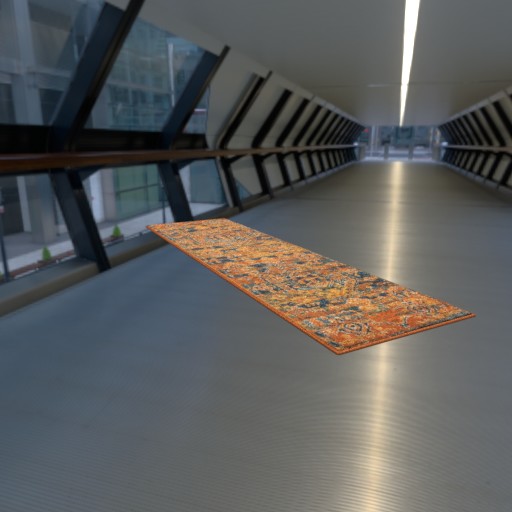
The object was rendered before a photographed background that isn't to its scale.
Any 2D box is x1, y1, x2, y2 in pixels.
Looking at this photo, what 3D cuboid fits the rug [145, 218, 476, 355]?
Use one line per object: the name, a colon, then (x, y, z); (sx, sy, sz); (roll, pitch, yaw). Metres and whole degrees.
rug: (0.000, 0.000, 2.471); (0.651, 0.016, 2.274); (-8, 17, -27)
